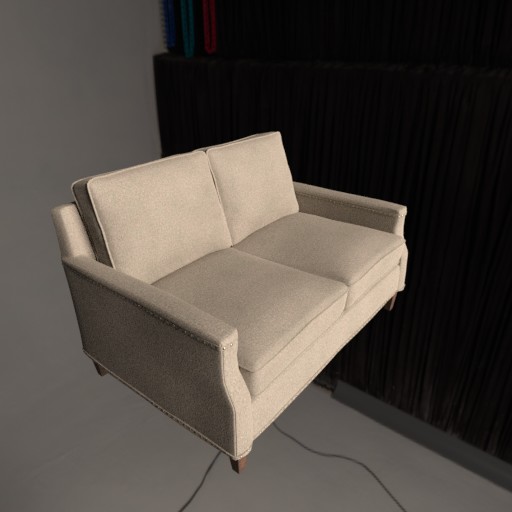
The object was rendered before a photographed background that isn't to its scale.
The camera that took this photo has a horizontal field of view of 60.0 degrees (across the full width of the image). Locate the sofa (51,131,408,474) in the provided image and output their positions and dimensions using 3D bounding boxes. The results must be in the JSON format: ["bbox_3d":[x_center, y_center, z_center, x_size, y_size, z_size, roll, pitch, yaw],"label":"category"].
[{"bbox_3d":[0.000,0.000,2.275,1.084,1.003,1.597,19,32,33],"label":"sofa"}]
